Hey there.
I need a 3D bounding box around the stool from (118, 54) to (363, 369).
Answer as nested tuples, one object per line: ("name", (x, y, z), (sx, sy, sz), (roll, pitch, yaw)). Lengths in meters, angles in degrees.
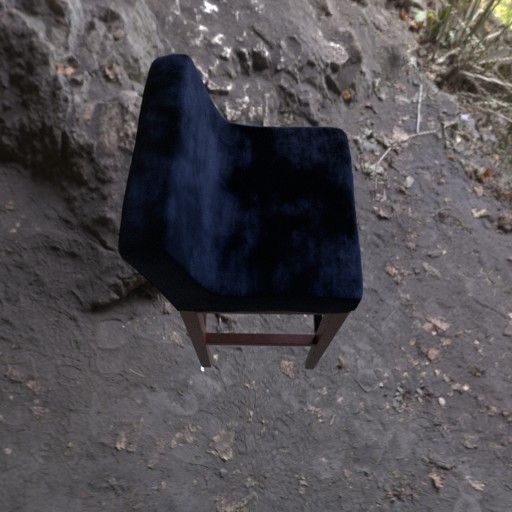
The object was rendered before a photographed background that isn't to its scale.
("stool", (0.000, 0.000, 1.338), (0.500, 1.037, 0.511), (1, 64, 0))
